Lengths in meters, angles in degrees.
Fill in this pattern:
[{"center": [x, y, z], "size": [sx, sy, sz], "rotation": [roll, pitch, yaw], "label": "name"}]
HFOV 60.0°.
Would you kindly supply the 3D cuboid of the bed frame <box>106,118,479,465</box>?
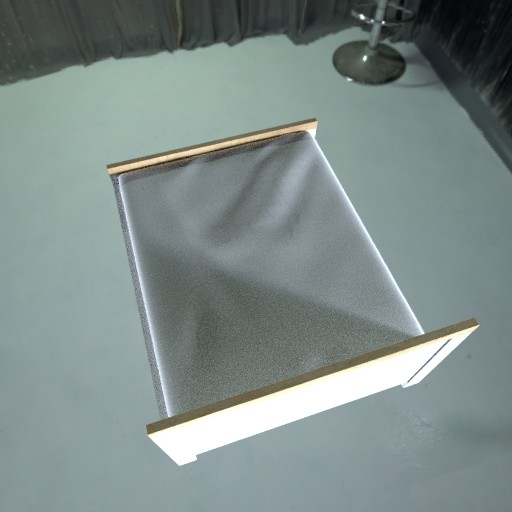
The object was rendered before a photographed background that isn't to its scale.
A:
[{"center": [0.000, 0.000, 2.997], "size": [1.670, 0.980, 2.050], "rotation": [-15, 59, -10], "label": "bed frame"}]
